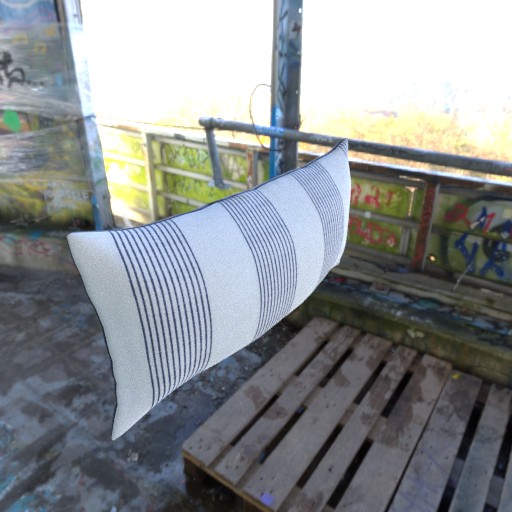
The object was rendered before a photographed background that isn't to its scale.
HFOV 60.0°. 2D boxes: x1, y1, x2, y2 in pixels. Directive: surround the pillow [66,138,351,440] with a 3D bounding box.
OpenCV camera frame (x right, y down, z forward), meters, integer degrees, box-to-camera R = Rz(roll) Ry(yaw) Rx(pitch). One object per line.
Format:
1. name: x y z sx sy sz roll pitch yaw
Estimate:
1. pillow: 0.000 0.000 0.719 0.151 0.287 0.610 19 32 33
